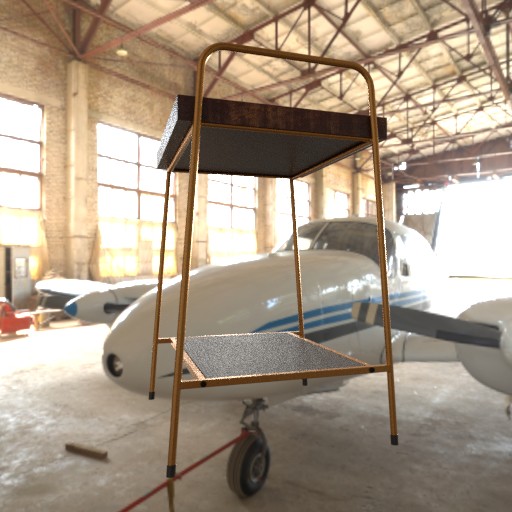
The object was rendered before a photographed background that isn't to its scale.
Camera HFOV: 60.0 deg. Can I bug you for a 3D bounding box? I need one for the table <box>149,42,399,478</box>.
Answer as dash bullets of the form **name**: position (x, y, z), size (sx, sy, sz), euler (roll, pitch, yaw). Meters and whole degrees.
- **table**: position (0.000, 0.000, 0.973), size (0.430, 0.710, 0.430), euler (0, -1, -17)
